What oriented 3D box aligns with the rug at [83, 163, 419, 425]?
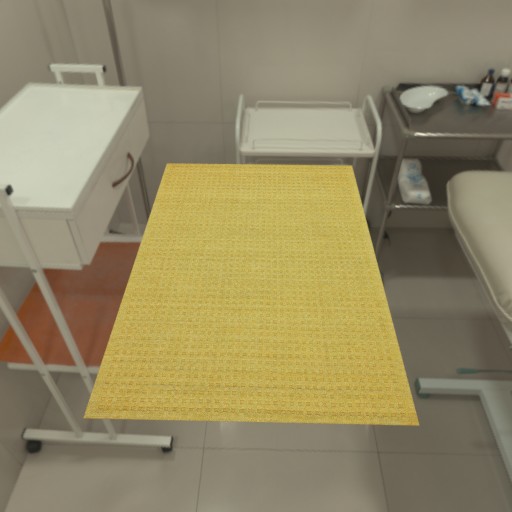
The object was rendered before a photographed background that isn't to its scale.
[{"bbox_3d":[0.000,0.000,3.681,1.981,0.006,2.895,1,42,1],"label":"rug"}]
